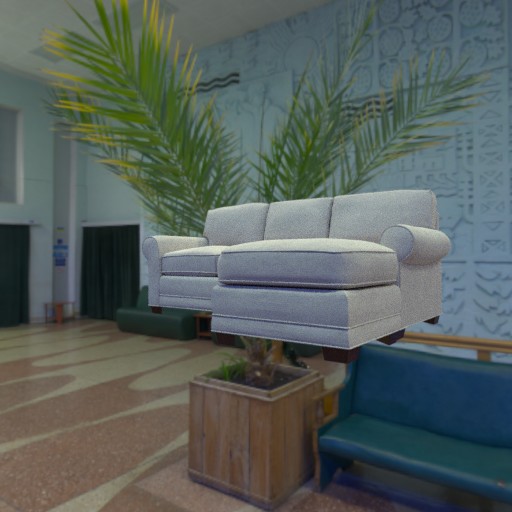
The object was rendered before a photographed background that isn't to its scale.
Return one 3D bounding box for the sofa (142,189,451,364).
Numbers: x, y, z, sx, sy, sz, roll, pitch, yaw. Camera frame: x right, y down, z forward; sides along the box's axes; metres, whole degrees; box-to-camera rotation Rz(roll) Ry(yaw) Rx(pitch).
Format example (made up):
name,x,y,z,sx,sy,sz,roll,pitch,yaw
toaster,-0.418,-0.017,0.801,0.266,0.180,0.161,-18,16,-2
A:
name,x,y,z,sx,sy,sz,roll,pitch,yaw
sofa,0.000,0.000,2.435,1.770,0.734,1.226,0,0,37
